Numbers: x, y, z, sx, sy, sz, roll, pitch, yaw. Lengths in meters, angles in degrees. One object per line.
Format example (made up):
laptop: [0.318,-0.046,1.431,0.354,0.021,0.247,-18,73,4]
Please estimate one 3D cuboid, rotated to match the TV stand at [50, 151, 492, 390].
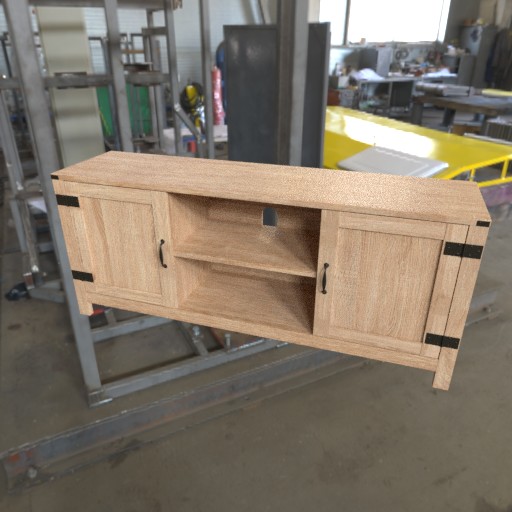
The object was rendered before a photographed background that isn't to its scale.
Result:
TV stand: [0.000,0.000,1.696,1.466,0.610,0.398,8,28,16]
